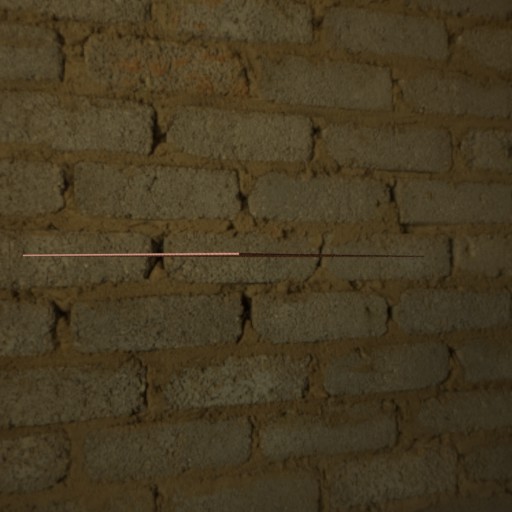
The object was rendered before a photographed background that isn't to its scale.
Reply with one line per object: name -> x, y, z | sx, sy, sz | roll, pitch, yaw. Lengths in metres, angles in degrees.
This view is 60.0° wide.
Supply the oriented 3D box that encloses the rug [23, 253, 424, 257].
rug -> 0.000, 0.000, 2.331 | 1.217, 0.007, 1.828 | 0, 0, 36
